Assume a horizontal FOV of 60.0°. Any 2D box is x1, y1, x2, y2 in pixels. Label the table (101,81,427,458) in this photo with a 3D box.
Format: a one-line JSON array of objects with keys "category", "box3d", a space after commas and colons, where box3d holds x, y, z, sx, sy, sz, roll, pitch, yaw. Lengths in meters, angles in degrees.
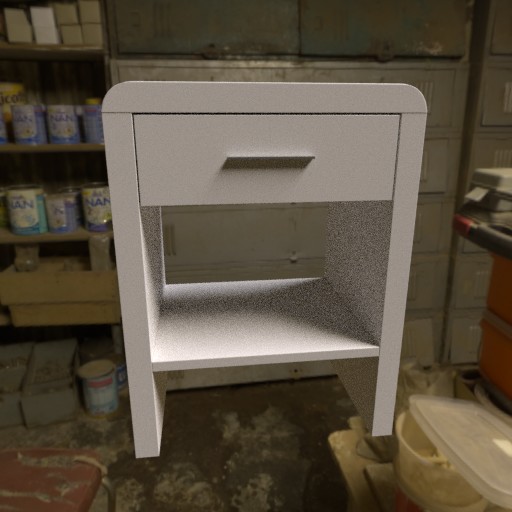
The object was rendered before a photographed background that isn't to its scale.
[{"category": "table", "box3d": [0.000, 0.000, 0.839, 0.450, 0.590, 0.350, -2, 18, -7]}]
